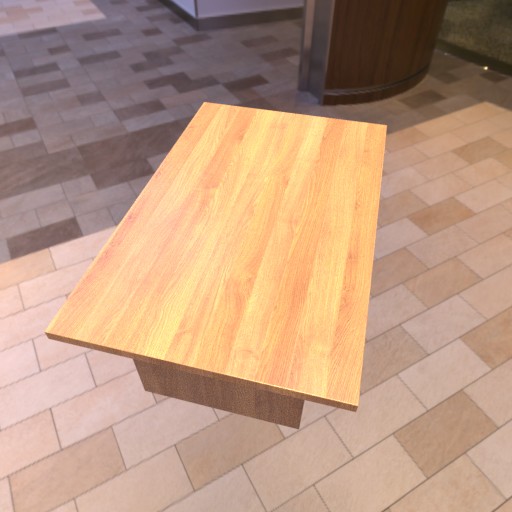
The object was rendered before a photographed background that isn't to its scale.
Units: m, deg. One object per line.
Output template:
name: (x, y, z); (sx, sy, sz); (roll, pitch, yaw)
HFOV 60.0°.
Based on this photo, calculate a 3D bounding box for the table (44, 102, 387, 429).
table: (0.000, 0.000, 1.462); (0.700, 0.442, 1.100); (11, 47, 10)
